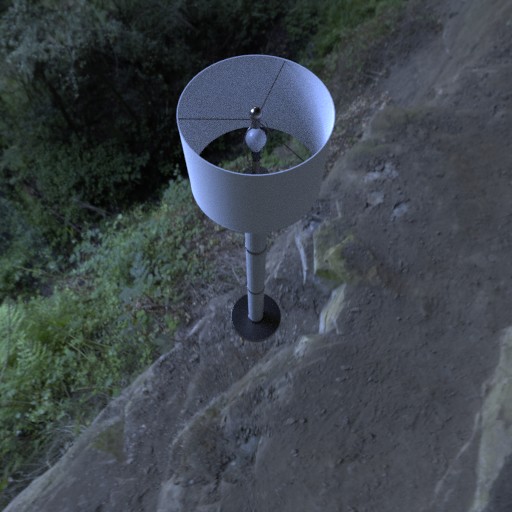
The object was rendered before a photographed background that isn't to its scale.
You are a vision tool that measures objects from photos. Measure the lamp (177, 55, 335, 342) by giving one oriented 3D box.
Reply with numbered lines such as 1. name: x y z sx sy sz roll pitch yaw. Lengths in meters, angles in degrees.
1. lamp: 0.000 0.000 1.763 0.377 1.599 0.377 -34 69 -15
